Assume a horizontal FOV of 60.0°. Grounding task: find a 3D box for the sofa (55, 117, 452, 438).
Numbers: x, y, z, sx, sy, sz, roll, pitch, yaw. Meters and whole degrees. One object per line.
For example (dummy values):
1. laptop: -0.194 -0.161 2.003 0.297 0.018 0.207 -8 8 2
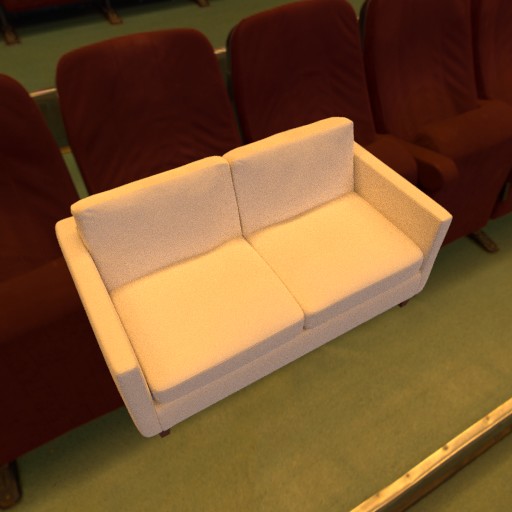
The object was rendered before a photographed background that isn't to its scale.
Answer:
1. sofa: 0.000 0.000 2.283 1.702 0.888 0.964 -23 51 -20
